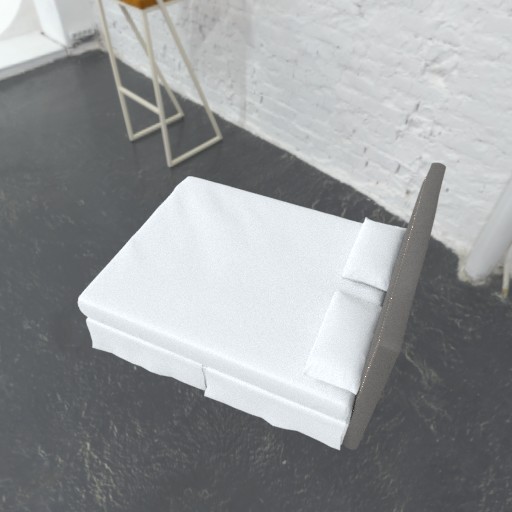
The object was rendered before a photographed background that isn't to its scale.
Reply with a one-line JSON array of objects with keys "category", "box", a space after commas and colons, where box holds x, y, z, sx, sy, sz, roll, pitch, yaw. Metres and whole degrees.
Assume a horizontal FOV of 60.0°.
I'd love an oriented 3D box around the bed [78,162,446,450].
[{"category": "bed", "box": [0.000, 0.000, 3.462, 2.282, 1.436, 1.821, 18, 49, 16]}]
